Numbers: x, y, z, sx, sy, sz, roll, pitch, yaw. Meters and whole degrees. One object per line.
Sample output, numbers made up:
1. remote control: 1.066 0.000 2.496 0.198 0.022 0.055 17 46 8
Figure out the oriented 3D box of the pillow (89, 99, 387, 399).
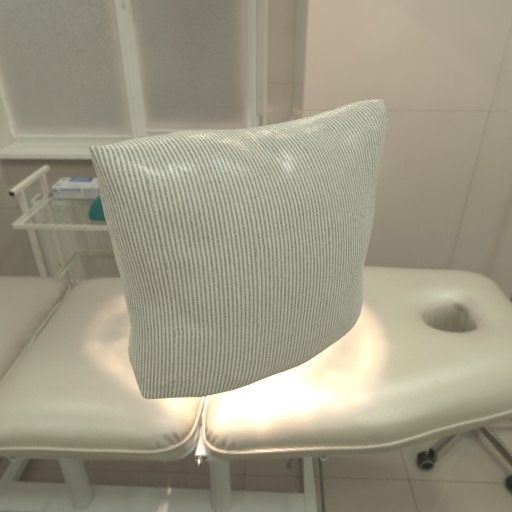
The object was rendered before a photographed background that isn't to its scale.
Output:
1. pillow: 0.000 0.000 0.692 0.387 0.432 0.310 1 30 2
